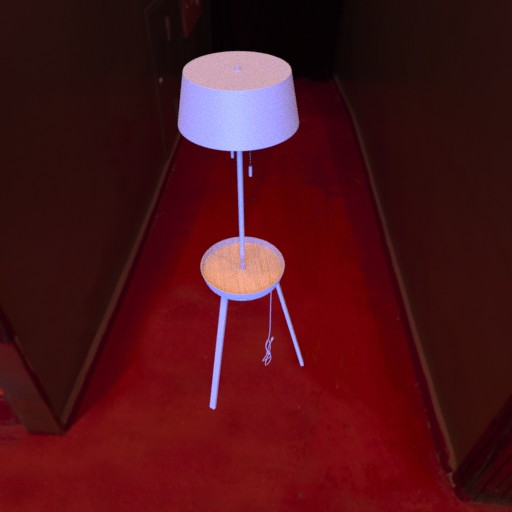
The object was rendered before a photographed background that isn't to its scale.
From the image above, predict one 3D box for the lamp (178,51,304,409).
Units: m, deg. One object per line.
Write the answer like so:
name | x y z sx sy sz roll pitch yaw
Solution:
lamp | 0.000 0.000 1.710 0.468 1.429 0.508 1 42 1
